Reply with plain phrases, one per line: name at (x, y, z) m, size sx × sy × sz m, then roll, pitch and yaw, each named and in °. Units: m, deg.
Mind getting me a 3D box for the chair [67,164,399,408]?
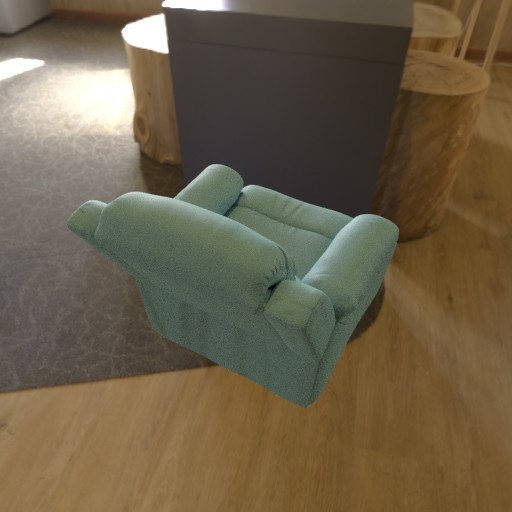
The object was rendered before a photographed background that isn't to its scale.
chair at (0.000, 0.000, 1.282) m, size 0.680 × 0.702 × 0.709 m, roll 22°, pitch 49°, yaw 20°
